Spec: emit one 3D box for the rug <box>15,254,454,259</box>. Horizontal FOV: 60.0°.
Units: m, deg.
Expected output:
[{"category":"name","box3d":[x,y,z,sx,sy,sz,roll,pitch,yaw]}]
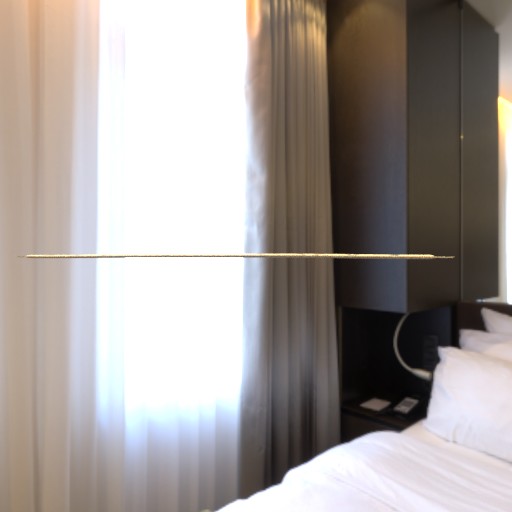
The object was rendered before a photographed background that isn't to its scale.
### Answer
[{"category":"rug","box3d":[0.000,0.000,4.733,3.585,0.036,2.892,0,0,18]}]
